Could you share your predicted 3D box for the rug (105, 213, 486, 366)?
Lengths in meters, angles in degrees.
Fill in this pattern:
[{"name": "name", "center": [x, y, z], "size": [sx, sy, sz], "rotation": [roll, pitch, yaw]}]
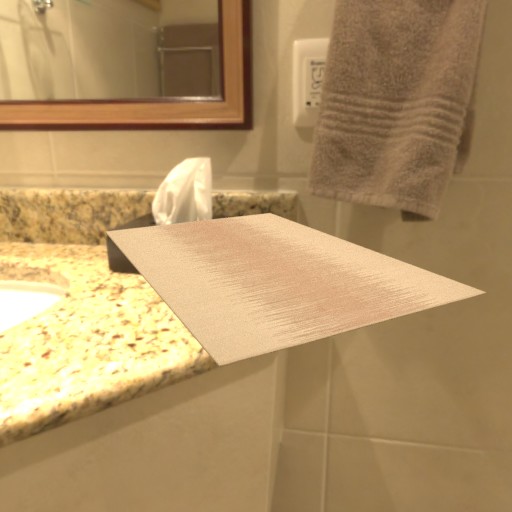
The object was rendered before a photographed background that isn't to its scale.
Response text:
[{"name": "rug", "center": [0.000, 0.000, 2.376], "size": [1.234, 0.006, 1.850], "rotation": [-9, 20, -27]}]
